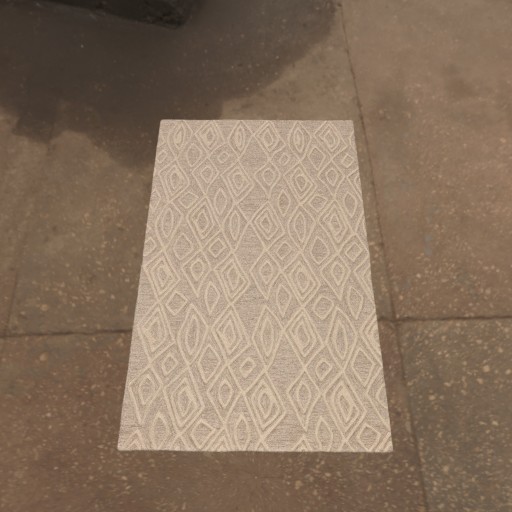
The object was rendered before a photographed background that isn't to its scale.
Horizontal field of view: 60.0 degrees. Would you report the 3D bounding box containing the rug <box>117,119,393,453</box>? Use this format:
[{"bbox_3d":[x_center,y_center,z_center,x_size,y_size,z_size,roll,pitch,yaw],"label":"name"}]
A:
[{"bbox_3d":[0.000,0.000,3.012,1.546,0.010,2.442,0,63,0],"label":"rug"}]
